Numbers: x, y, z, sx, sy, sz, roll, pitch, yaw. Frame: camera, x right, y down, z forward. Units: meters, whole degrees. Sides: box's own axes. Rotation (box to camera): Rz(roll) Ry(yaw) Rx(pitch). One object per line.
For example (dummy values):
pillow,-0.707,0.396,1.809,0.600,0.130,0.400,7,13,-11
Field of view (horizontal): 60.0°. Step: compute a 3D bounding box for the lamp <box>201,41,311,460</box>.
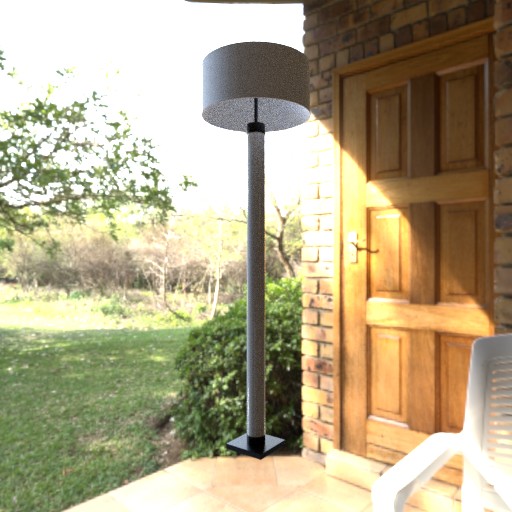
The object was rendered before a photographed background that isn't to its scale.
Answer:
lamp,0.000,0.000,1.709,0.420,1.475,0.420,0,0,36
